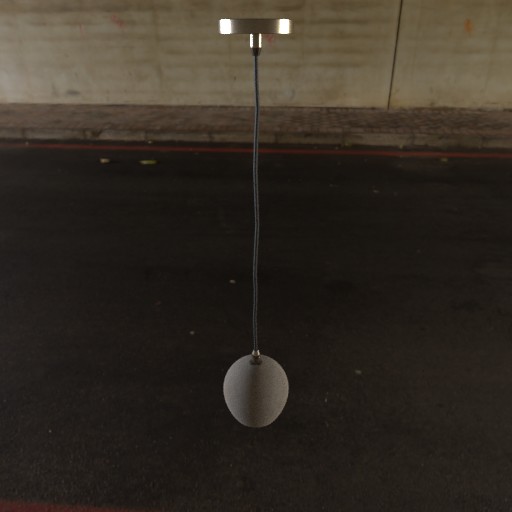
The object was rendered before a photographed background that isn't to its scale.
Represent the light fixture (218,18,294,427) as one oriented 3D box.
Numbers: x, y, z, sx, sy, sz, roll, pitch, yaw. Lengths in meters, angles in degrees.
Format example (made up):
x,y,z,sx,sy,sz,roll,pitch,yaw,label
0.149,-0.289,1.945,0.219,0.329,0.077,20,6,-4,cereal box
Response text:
x,y,z,sx,sy,sz,roll,pitch,yaw,label
0.000,0.000,0.812,0.139,0.764,0.139,19,32,33,light fixture
